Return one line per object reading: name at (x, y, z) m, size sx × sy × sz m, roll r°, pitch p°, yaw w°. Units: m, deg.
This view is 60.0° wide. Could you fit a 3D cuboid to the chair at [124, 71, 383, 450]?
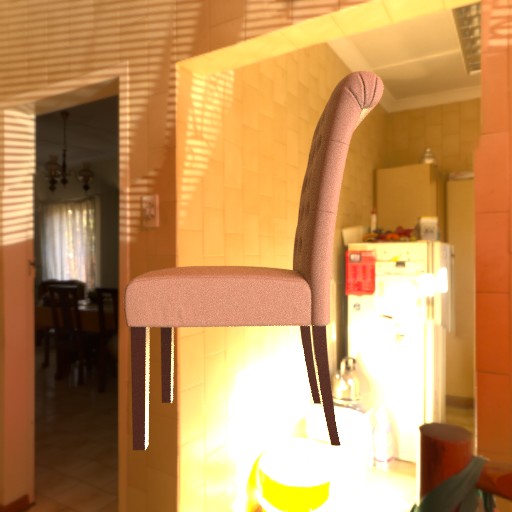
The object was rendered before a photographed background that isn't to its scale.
chair at (0.000, 0.000, 1.350) m, size 0.671 × 1.006 × 0.456 m, roll 0°, pitch 0°, yaw -1°
